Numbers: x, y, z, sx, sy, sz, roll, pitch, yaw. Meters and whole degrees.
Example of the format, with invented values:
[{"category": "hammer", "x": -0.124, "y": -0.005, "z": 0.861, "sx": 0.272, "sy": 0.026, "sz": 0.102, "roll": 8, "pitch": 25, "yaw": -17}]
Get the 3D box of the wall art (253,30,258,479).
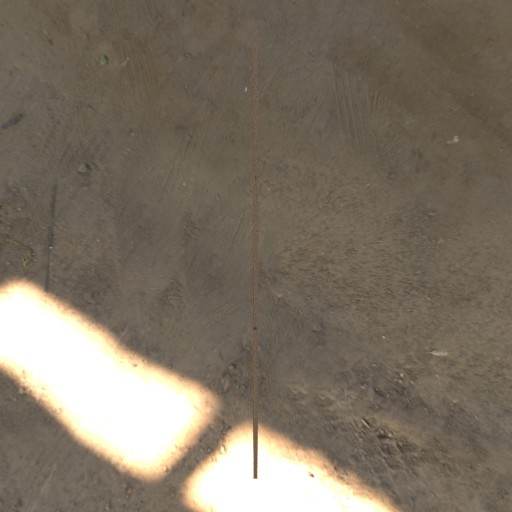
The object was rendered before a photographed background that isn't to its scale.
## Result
[{"category": "wall art", "x": 0.000, "y": 0.000, "z": 1.363, "sx": 0.010, "sy": 0.917, "sz": 0.919, "roll": 0, "pitch": 89, "yaw": 0}]
